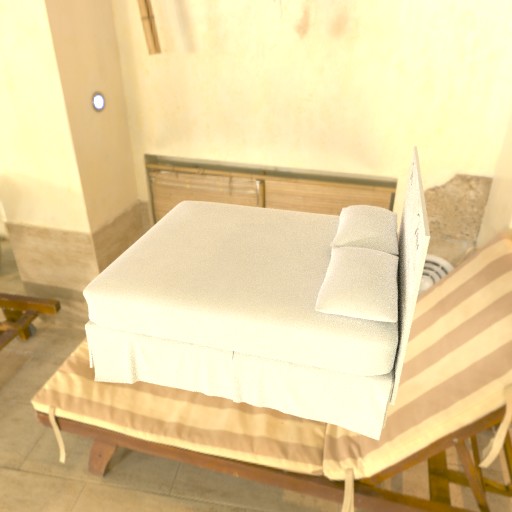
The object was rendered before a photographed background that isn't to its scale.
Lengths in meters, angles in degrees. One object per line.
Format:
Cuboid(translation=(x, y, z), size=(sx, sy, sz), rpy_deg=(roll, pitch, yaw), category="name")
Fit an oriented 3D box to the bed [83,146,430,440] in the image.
Cuboid(translation=(0.000, 0.000, 3.259), size=(2.094, 1.335, 1.745), rpy_deg=(8, 30, 13), category="bed")
